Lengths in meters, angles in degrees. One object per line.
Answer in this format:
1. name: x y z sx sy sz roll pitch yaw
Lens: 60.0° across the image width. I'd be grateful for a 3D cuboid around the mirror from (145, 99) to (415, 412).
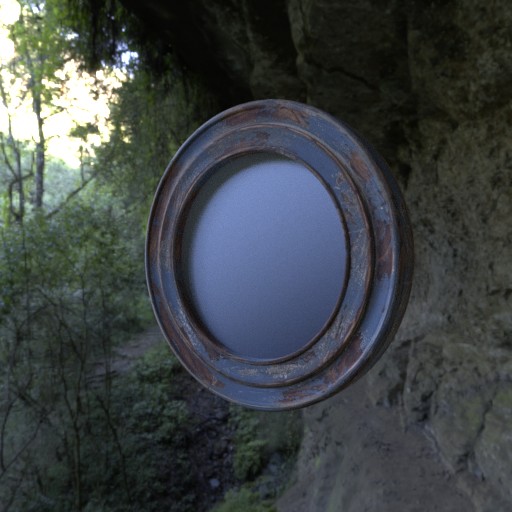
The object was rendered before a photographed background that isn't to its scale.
1. mirror: 0.000 0.000 0.861 0.585 0.585 0.061 0 1 35
